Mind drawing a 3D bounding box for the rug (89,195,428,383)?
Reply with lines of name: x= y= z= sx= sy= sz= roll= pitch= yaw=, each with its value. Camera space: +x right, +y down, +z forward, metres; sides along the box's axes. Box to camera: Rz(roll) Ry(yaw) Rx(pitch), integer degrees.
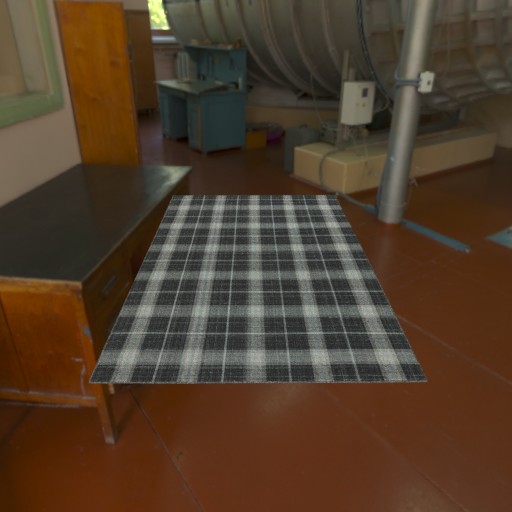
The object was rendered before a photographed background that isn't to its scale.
rug: x=0.000 y=0.000 z=3.048 sx=1.520 sy=0.015 sz=2.434 roll=0 pitch=28 yaw=0
